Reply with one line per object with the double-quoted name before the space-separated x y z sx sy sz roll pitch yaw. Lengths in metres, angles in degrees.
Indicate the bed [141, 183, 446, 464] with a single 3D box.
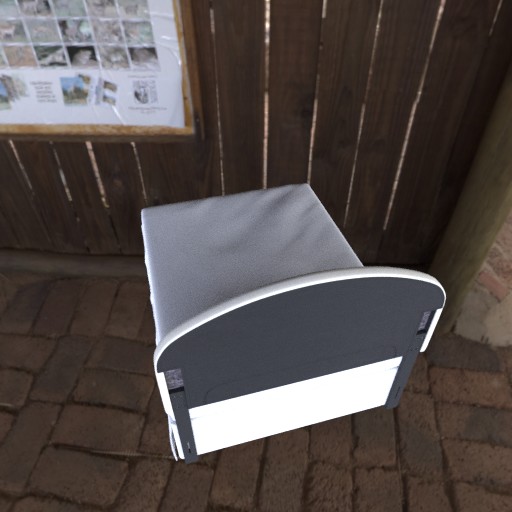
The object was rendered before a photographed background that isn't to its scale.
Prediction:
"bed" 0.000 0.000 3.131 1.607 1.410 2.005 -10 43 -11
